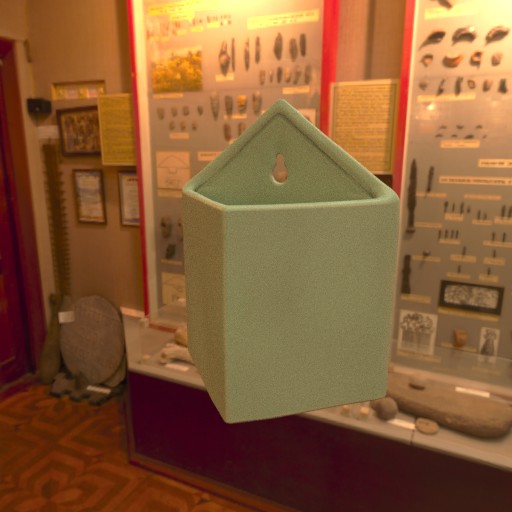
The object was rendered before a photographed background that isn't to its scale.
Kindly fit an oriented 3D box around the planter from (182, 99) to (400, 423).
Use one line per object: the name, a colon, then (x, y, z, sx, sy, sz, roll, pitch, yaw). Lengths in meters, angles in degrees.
planter: (0.000, 0.000, 0.285, 0.164, 0.197, 0.079, 7, 16, 26)
